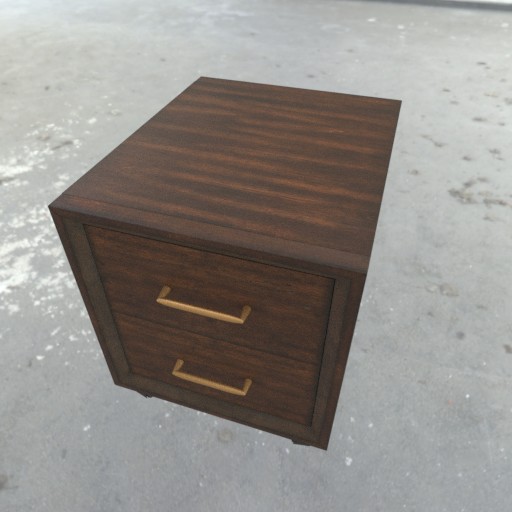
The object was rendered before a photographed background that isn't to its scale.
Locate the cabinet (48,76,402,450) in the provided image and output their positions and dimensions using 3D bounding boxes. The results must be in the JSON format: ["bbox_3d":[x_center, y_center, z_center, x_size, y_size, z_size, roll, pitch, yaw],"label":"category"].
[{"bbox_3d":[0.000,0.000,0.833,0.402,0.455,0.500,12,43,14],"label":"cabinet"}]
